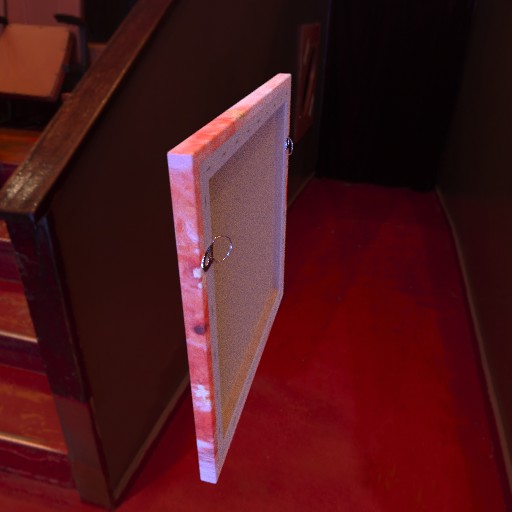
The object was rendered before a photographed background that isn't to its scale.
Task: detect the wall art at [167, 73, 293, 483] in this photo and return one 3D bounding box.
[{"bbox_3d":[0.000,0.000,1.104,0.064,0.746,0.747,7,31,12],"label":"wall art"}]
